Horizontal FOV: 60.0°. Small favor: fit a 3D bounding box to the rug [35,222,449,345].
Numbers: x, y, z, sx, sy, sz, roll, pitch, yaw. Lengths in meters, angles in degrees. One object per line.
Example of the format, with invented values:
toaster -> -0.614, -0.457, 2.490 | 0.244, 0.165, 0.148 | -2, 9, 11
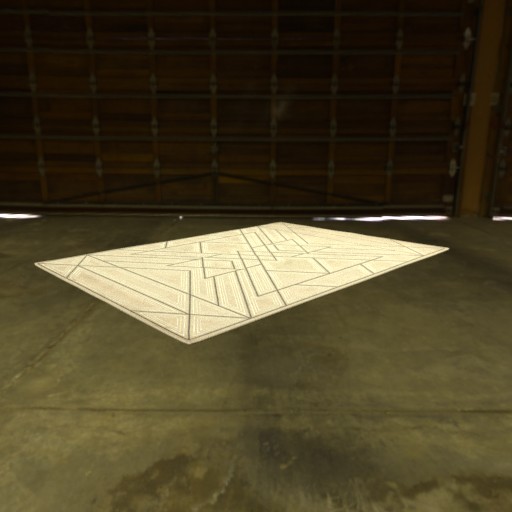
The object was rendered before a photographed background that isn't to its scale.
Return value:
rug -> 0.000, 0.000, 4.391 | 3.381, 0.026, 2.436 | -13, 19, -43
